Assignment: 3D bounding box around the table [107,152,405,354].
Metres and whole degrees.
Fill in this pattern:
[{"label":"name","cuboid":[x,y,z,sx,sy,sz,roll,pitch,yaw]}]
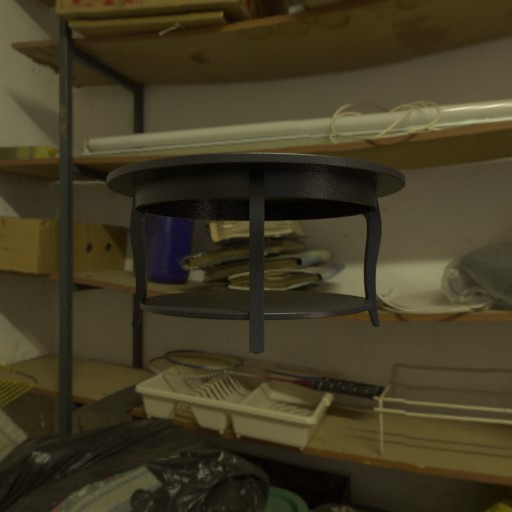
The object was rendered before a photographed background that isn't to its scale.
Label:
[{"label":"table","cuboid":[0.000,0.000,1.431,0.914,0.457,0.914,0,0,0]}]
